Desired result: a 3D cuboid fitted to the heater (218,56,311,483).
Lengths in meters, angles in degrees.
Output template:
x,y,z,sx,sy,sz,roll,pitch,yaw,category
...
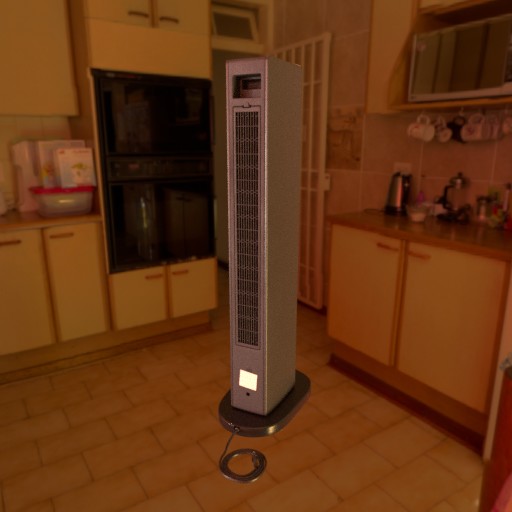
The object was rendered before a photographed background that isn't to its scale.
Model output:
x,y,z,sx,sy,sz,roll,pitch,yaw,category
0.000,0.000,1.031,0.214,0.856,0.458,7,16,25,heater
